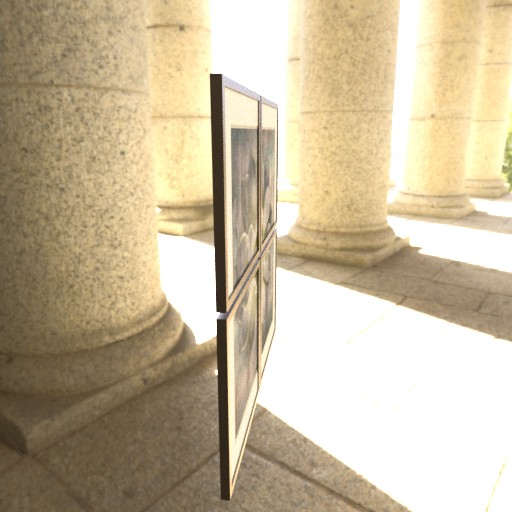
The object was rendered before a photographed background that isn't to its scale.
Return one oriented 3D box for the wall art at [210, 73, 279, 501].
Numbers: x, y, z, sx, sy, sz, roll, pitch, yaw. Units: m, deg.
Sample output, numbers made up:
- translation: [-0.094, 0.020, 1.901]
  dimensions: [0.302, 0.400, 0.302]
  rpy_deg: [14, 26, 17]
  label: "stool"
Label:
- translation: [0.000, 0.000, 1.501]
  dimensions: [0.030, 1.032, 1.032]
  rpy_deg: [2, 16, 9]
  label: "wall art"
